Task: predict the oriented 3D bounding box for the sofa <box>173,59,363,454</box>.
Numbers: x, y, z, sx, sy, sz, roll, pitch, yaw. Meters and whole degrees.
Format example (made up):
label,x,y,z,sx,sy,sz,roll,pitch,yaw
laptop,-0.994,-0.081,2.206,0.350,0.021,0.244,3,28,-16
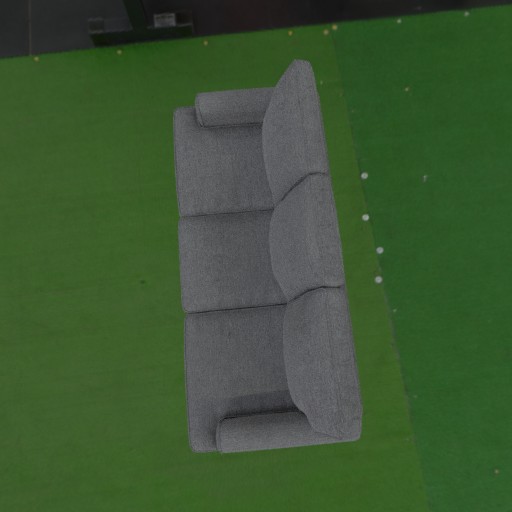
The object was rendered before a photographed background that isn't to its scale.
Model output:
label,x,y,z,sx,sy,sz,roll,pitch,yaw
sofa,0.000,0.000,2.675,0.951,0.965,2.158,-5,76,-1
